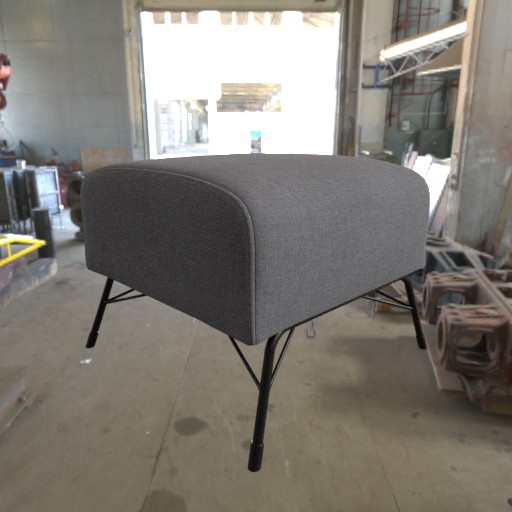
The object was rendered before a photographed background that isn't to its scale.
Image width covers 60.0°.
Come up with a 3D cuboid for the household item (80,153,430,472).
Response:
[{"bbox_3d":[0.000,0.000,0.909,0.530,0.410,0.530,-15,21,-43],"label":"household item"}]
